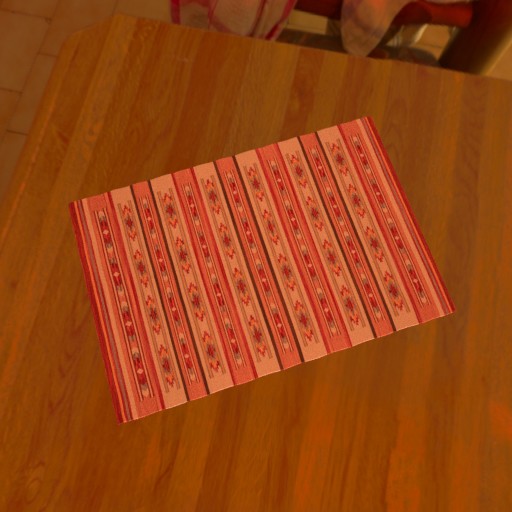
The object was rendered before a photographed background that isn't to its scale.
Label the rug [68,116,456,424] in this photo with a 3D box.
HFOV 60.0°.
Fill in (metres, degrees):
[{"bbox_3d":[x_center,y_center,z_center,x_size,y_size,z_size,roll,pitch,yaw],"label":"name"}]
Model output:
[{"bbox_3d":[0.000,0.000,2.398,1.817,0.008,1.223,-17,76,-5],"label":"rug"}]
